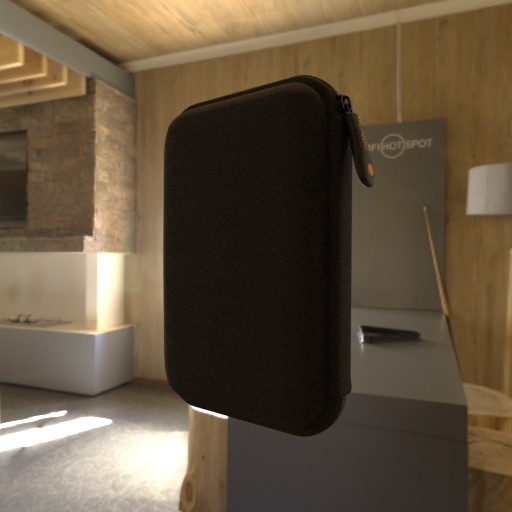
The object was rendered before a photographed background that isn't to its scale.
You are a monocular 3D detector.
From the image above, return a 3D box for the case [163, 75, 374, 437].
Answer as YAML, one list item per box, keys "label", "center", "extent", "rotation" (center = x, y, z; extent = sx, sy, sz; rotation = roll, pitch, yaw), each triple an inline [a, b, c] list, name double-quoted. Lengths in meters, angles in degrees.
- label: "case"
  center: [0.000, 0.000, 0.196]
  extent: [0.107, 0.147, 0.030]
  rotation: [0, 0, 36]
